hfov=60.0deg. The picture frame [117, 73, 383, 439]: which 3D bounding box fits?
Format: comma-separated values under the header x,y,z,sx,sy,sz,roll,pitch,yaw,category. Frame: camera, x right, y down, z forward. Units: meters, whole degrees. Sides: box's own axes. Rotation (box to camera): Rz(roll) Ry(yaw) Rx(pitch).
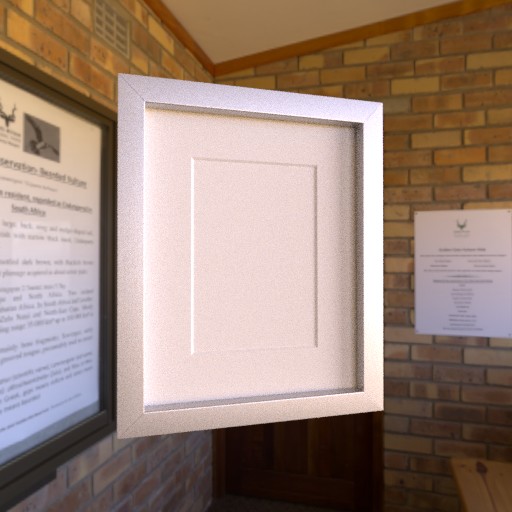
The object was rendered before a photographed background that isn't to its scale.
x,y,z,sx,sy,sz,roll,pitch,yaw,category
0.000,0.000,0.390,0.233,0.282,0.036,0,0,-16,picture frame
